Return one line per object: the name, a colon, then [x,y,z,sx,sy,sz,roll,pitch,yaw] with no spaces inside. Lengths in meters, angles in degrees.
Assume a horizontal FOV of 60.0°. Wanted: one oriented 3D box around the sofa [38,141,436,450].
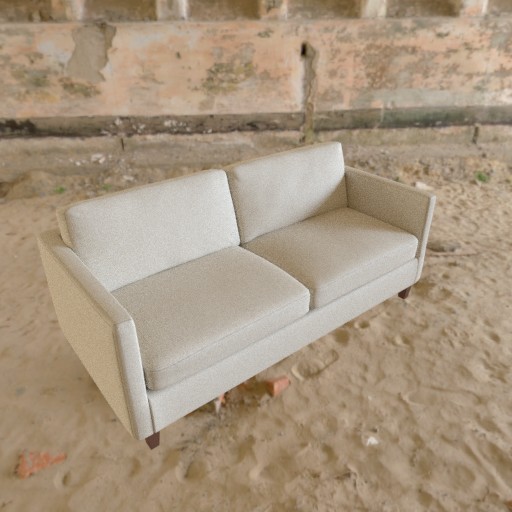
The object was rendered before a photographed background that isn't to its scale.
sofa: [0.000,0.000,2.459,1.981,0.889,0.965,-21,36,-33]
